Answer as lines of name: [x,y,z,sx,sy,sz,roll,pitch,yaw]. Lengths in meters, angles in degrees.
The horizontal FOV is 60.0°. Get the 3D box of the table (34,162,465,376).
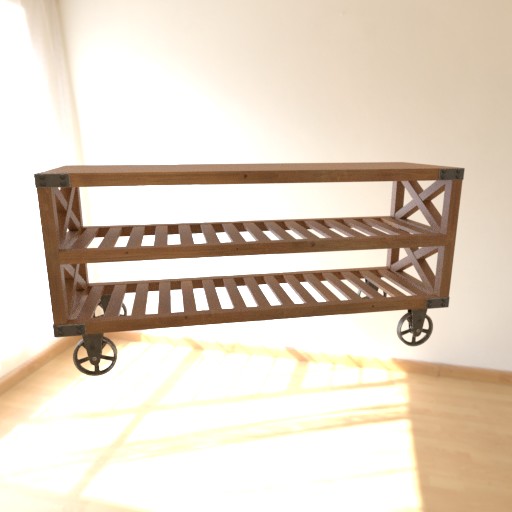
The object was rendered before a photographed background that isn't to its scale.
table: [0.000,0.000,1.796,1.487,0.711,0.467,-3,15,-11]
